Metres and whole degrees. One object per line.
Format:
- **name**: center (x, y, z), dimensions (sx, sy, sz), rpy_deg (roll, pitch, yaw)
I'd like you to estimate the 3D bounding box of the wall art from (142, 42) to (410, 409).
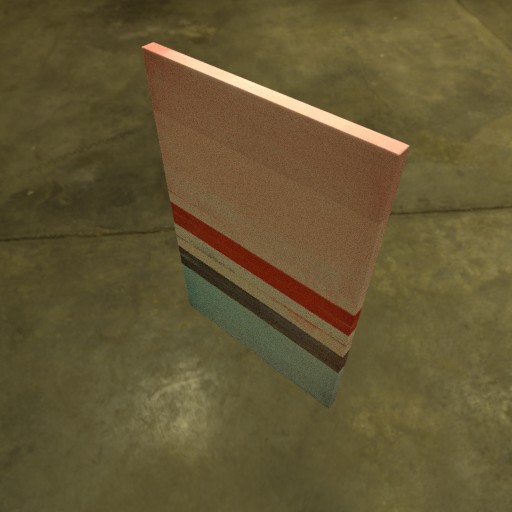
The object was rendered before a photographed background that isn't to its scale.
- **wall art**: center (0.000, 0.000, 1.156), dimensions (0.610, 0.914, 0.038), rpy_deg (32, 55, 26)
